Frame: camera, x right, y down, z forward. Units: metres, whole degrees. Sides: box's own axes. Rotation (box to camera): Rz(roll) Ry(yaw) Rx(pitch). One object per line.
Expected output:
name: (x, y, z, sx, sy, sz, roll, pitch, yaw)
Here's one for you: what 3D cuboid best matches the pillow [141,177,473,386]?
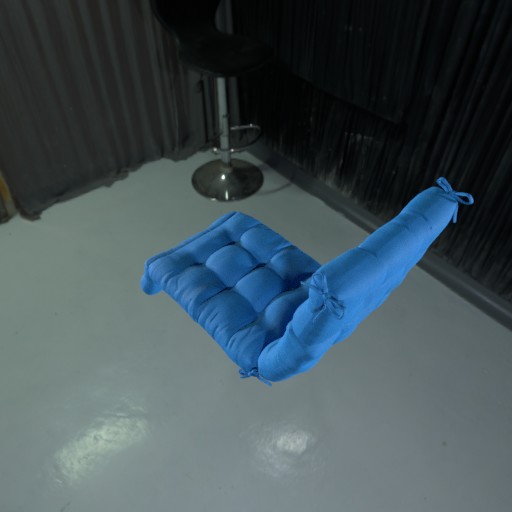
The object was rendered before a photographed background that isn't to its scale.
pillow: (0.000, 0.000, 1.501, 0.526, 0.863, 1.016, -34, 55, -28)
